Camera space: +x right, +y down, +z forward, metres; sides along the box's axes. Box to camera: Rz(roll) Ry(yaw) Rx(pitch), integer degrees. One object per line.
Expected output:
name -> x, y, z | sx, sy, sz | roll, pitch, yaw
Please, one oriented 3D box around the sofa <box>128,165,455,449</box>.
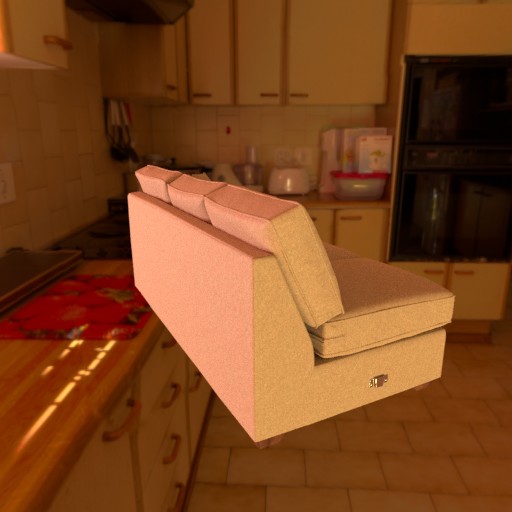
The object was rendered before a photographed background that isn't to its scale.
sofa -> 0.000, 0.000, 2.561 | 1.034, 0.946, 1.963 | -8, 18, -26
